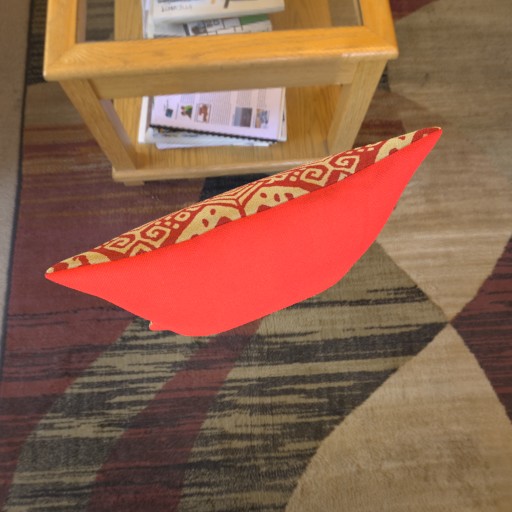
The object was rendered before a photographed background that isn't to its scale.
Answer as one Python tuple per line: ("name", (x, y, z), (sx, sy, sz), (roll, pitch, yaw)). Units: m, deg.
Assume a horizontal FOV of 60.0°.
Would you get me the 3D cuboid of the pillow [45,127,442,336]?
("pillow", (0.000, 0.000, 0.777), (0.522, 0.507, 0.192), (-21, 75, -6))
